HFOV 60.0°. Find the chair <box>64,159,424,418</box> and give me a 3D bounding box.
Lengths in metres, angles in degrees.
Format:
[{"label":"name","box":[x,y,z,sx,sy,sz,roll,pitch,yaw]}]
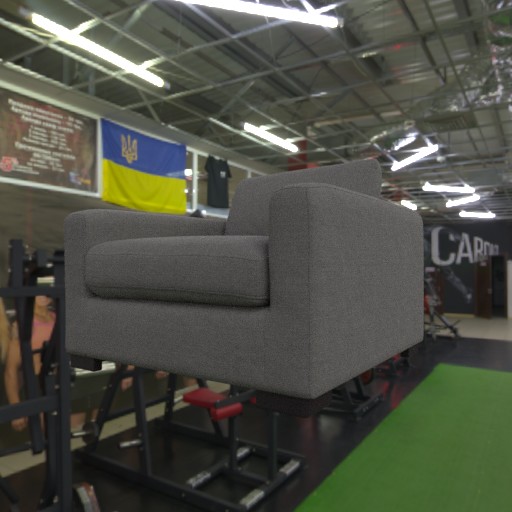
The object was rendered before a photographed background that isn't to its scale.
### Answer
[{"label":"chair","box":[0.000,0.000,1.826,1.070,0.847,1.100,-1,-2,35]}]
